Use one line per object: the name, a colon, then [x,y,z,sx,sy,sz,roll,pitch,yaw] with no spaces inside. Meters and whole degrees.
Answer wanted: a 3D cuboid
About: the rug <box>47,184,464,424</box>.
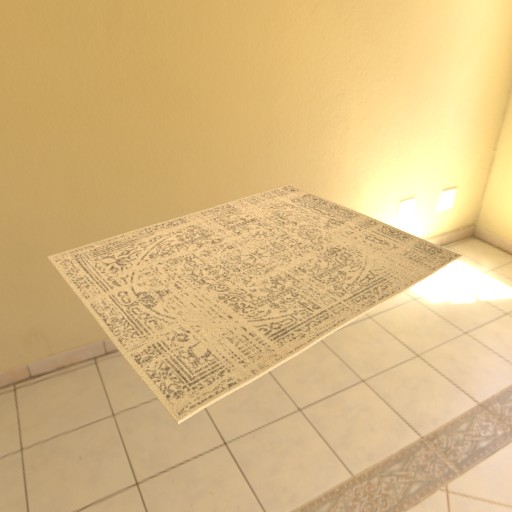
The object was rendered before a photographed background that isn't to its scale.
rug: [0.000,0.000,3.935,2.921,0.032,2.311,-22,36,-33]
